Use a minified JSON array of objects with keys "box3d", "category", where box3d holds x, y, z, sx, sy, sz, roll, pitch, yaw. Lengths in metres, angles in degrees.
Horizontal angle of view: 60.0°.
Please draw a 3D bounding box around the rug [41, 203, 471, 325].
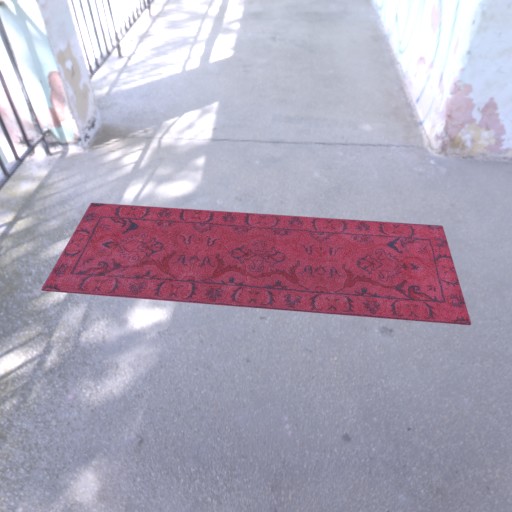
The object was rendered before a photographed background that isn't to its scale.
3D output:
[{"box3d":[0.000,0.000,2.781,2.439,0.018,0.813,4,46,4],"category":"rug"}]
